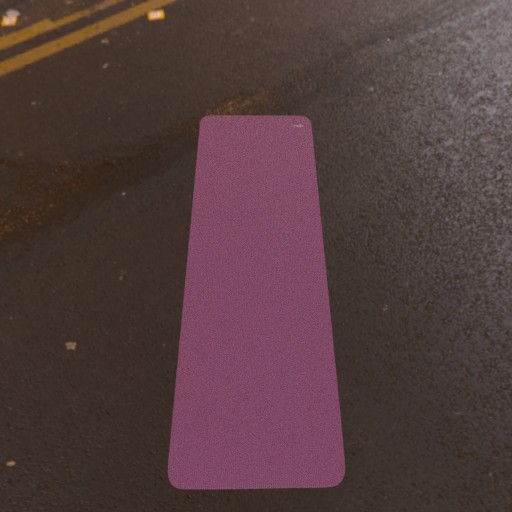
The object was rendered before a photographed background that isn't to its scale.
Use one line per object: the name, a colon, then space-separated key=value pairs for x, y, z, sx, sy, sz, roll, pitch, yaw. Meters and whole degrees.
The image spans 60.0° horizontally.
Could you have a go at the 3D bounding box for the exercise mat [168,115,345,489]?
exercise mat: x=0.000 y=0.000 z=2.001 sx=0.616 sy=0.021 sz=1.869 roll=0 pitch=58 yaw=0
